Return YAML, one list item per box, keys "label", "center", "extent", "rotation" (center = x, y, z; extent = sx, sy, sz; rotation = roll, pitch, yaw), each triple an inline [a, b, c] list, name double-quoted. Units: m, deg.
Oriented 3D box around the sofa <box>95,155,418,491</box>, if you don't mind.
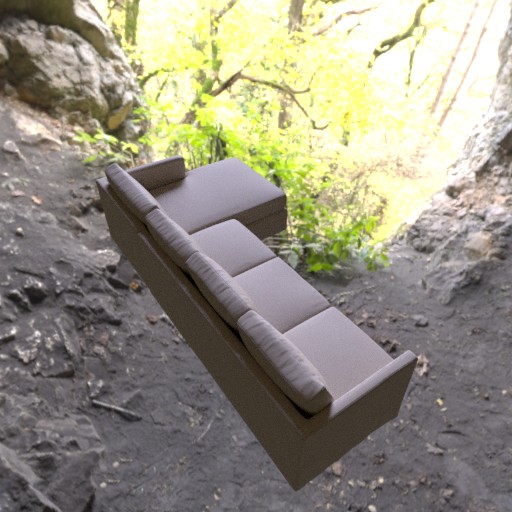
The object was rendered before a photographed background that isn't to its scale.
- label: "sofa"
  center: [0.000, 0.000, 3.819]
  extent: [1.622, 0.871, 3.206]
  rotation: [-25, 47, -26]
